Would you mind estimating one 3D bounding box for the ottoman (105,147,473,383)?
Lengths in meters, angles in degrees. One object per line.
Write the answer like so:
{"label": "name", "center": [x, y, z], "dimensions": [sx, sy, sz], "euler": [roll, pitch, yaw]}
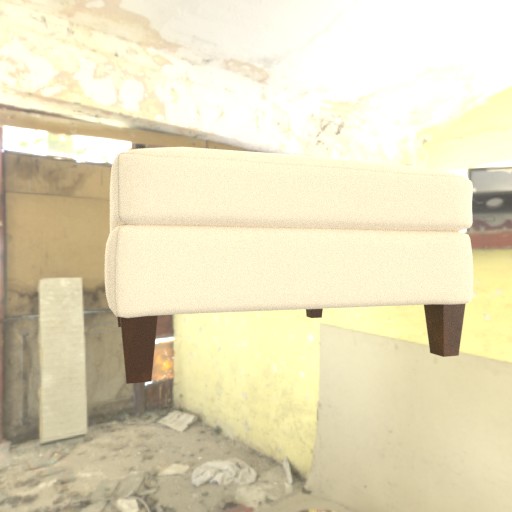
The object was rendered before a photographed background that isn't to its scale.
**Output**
{"label": "ottoman", "center": [0.000, 0.000, 1.305], "dimensions": [0.838, 0.479, 0.838], "euler": [0, 0, -18]}
